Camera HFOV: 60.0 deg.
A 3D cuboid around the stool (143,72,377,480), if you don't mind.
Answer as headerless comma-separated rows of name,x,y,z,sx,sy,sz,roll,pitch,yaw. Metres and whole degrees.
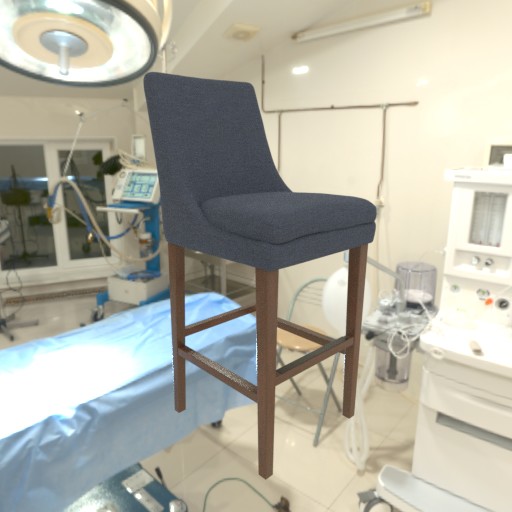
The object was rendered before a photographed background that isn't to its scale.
stool,0.000,0.000,1.376,0.470,1.078,0.577,-14,20,-42
